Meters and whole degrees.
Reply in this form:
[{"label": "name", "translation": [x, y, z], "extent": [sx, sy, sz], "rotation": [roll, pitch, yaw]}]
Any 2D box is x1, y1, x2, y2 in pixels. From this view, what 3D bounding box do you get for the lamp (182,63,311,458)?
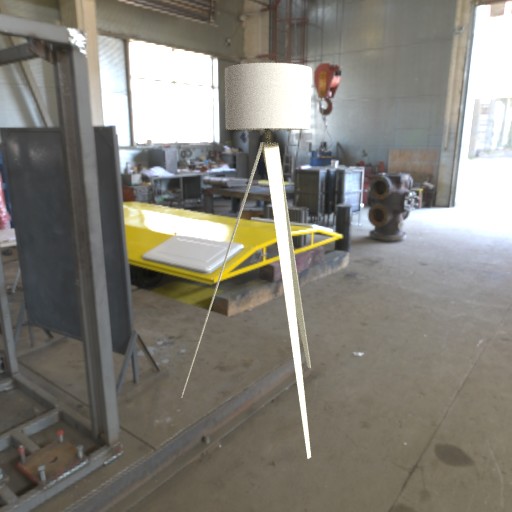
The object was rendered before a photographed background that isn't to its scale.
[{"label": "lamp", "translation": [0.000, 0.000, 1.929], "extent": [0.716, 1.524, 0.724], "rotation": [-2, 15, -7]}]
